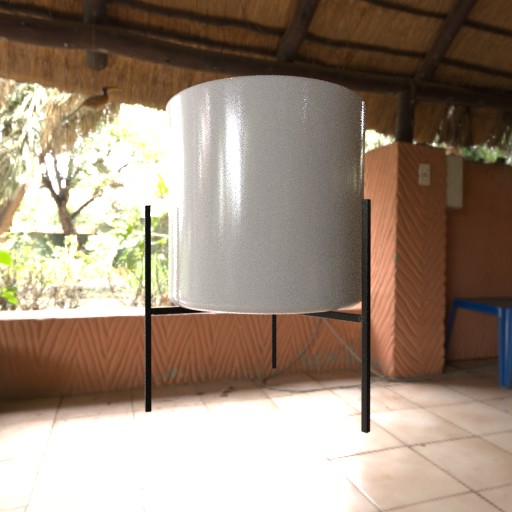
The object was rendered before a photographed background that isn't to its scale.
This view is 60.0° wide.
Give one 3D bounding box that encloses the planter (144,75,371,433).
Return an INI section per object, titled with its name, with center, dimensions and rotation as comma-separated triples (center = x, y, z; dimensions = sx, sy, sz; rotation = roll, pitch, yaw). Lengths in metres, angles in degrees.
[planter]
center = 0.000, 0.000, 0.739
dimensions = 0.361, 0.480, 0.360
rotation = 0, 1, -19
